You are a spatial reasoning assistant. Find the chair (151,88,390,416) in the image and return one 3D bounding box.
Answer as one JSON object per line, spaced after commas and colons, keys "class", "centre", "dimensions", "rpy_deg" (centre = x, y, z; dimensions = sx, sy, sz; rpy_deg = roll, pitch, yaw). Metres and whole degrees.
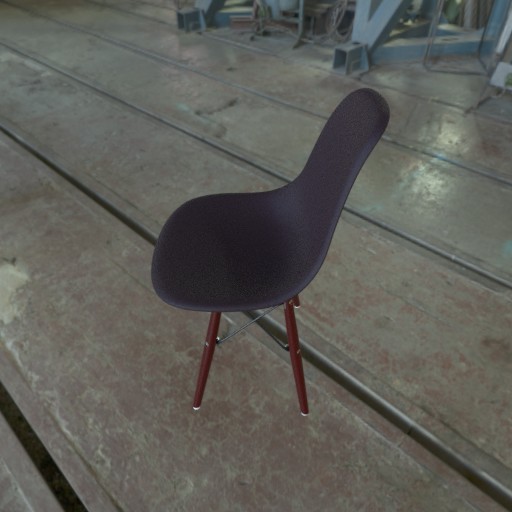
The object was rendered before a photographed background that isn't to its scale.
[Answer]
{"class": "chair", "centre": [0.000, 0.000, 1.170], "dimensions": [0.533, 0.826, 0.470], "rpy_deg": [-1, 40, -1]}
